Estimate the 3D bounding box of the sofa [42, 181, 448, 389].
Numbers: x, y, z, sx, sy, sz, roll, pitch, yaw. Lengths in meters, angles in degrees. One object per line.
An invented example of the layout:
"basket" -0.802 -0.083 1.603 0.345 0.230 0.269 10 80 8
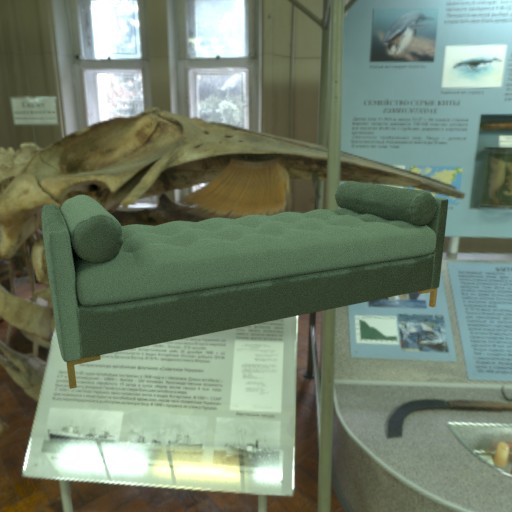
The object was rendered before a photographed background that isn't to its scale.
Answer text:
"sofa" 0.000 0.000 2.467 2.102 0.705 0.796 -7 16 -25
